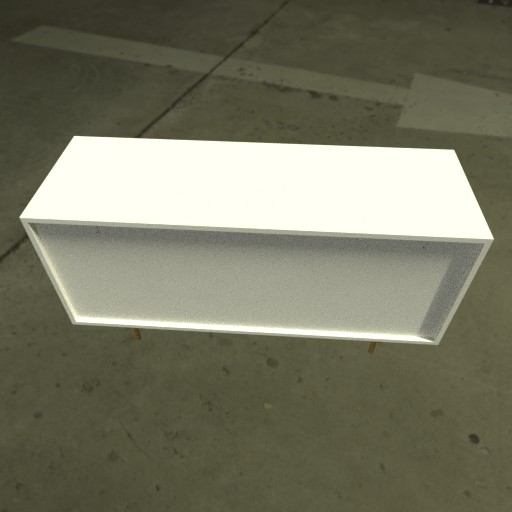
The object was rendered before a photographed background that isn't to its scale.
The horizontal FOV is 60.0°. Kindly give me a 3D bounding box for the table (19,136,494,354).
[{"bbox_3d":[0.000,0.000,1.850,1.500,0.769,0.508,3,46,3],"label":"table"}]
